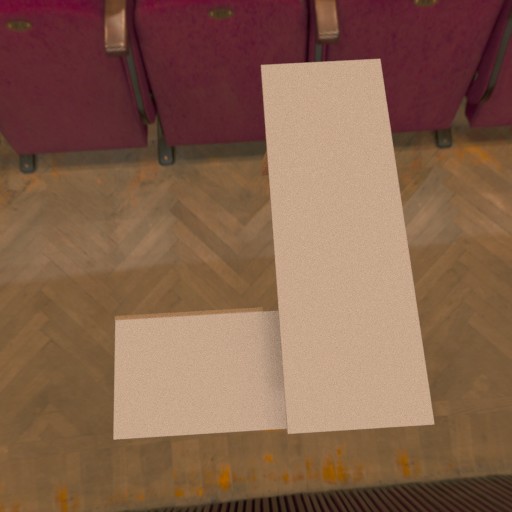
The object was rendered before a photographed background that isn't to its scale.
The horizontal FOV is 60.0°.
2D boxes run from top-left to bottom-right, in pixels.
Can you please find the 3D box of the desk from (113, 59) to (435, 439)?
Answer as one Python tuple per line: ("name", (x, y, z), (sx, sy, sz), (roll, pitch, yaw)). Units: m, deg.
("desk", (0.000, 0.000, 1.992), (1.098, 0.755, 1.404), (-3, 76, -1))
